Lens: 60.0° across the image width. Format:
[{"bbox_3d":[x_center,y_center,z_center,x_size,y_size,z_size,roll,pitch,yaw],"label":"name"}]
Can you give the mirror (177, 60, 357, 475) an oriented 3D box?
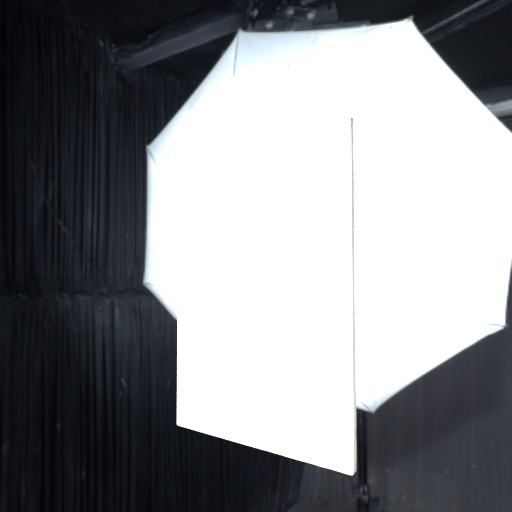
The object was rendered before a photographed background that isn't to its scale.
[{"bbox_3d":[0.000,0.000,0.853,0.403,0.717,0.022,-2,-3,36],"label":"mirror"}]
